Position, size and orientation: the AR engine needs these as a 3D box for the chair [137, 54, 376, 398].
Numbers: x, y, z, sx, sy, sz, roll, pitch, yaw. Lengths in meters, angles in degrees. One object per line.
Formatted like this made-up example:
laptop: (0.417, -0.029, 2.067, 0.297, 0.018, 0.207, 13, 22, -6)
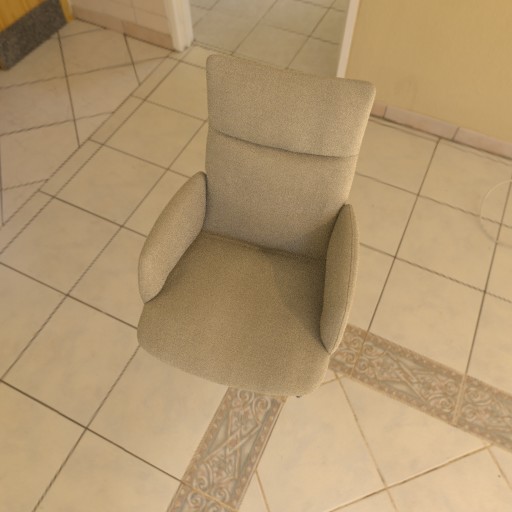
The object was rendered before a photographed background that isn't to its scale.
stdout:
chair: (0.000, 0.000, 1.598, 0.711, 1.016, 0.889, 14, 59, 8)
